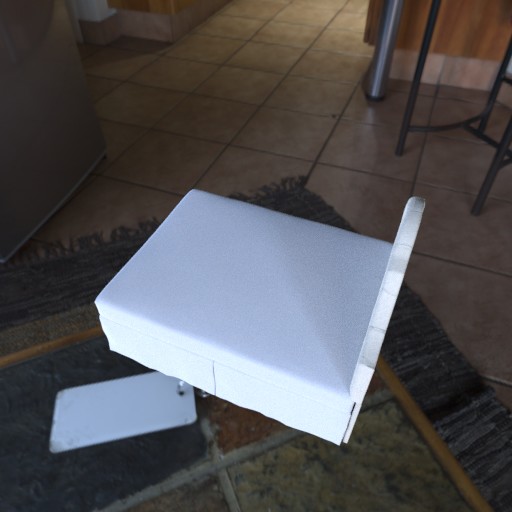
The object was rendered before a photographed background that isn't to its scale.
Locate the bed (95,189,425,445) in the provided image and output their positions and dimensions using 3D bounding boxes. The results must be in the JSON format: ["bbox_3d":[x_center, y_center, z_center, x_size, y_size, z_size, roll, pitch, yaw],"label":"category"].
[{"bbox_3d":[0.000,0.000,3.397,2.092,1.575,1.627,17,48,16],"label":"bed"}]
